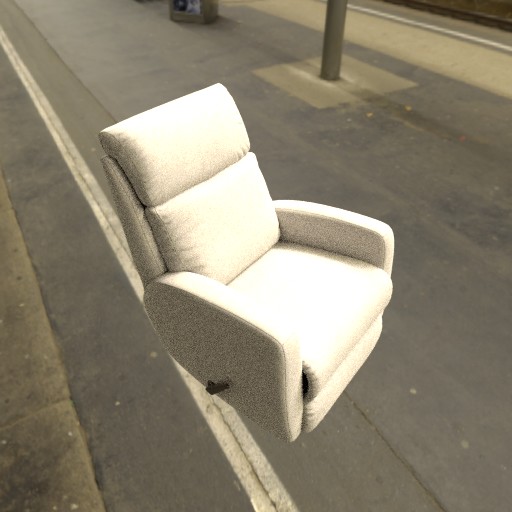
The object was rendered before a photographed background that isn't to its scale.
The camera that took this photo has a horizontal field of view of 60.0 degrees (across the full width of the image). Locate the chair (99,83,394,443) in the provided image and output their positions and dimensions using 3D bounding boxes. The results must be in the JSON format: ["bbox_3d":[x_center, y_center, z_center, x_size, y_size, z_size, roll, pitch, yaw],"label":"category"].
[{"bbox_3d":[0.000,0.000,1.722,0.941,1.015,0.812,27,46,29],"label":"chair"}]
